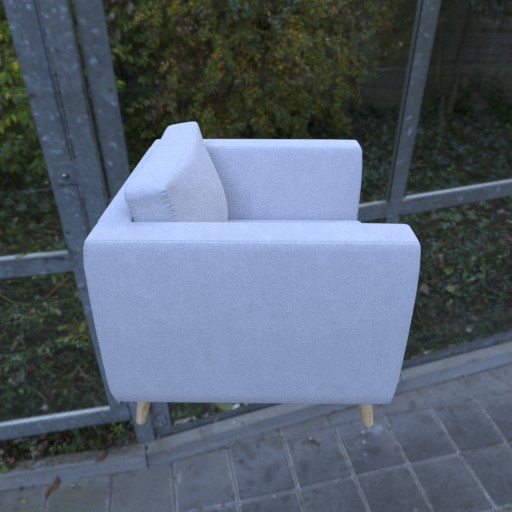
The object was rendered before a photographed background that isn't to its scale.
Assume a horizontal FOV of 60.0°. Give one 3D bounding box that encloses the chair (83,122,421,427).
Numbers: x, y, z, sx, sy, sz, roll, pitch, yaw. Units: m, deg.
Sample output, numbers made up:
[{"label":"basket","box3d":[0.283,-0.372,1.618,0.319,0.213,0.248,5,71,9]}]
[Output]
[{"label":"chair","box3d":[0.000,0.000,1.719,0.930,0.860,1.000,0,31,1]}]
